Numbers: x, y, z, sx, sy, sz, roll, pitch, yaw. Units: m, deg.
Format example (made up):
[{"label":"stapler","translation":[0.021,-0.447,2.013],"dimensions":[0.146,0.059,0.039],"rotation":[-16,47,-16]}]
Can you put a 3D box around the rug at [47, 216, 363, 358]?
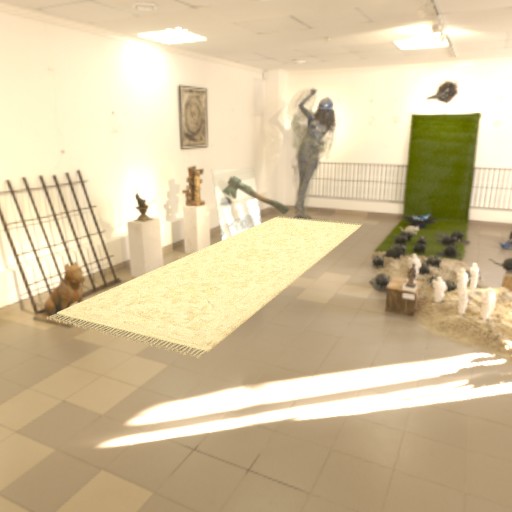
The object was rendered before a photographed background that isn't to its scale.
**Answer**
[{"label":"rug","translation":[0.000,0.000,2.863],"dimensions":[0.795,0.015,2.544],"rotation":[8,18,25]}]
